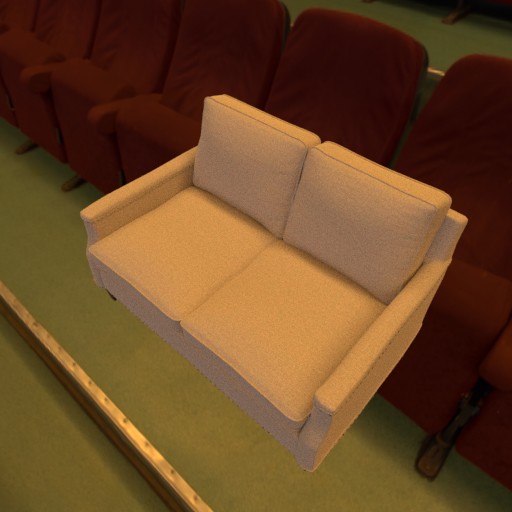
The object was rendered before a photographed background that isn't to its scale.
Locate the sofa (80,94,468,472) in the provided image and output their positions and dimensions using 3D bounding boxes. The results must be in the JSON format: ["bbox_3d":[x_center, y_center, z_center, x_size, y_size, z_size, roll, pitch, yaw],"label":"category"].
[{"bbox_3d":[0.000,0.000,2.226,1.597,1.003,1.084,33,55,27],"label":"sofa"}]
